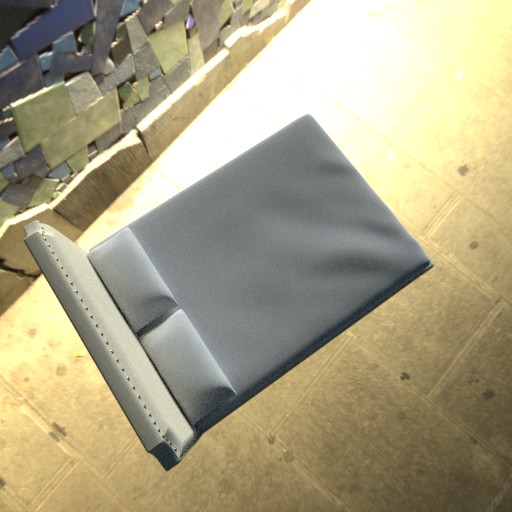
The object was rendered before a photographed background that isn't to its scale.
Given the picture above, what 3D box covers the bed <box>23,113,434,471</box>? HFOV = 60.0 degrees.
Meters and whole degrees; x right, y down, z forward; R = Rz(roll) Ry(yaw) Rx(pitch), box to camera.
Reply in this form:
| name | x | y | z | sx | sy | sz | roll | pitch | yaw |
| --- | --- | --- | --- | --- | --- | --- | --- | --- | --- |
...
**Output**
| name | x | y | z | sx | sy | sz | roll | pitch | yaw |
| --- | --- | --- | --- | --- | --- | --- | --- | --- | --- |
| bed | 0.000 | 0.000 | 3.348 | 2.381 | 1.457 | 1.713 | -34 | 78 | -8 |
